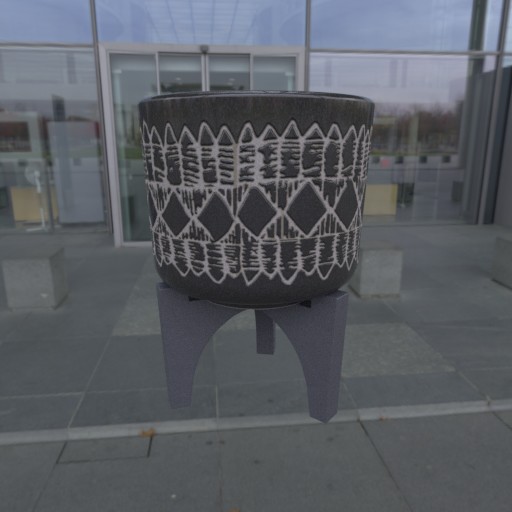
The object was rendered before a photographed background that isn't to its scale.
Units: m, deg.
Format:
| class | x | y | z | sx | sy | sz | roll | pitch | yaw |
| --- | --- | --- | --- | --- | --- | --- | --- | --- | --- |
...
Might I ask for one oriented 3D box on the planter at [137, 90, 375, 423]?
| class | x | y | z | sx | sy | sz | roll | pitch | yaw |
| --- | --- | --- | --- | --- | --- | --- | --- | --- | --- |
| planter | 0.000 | 0.000 | 0.270 | 0.129 | 0.177 | 0.129 | 0 | 15 | 0 |
